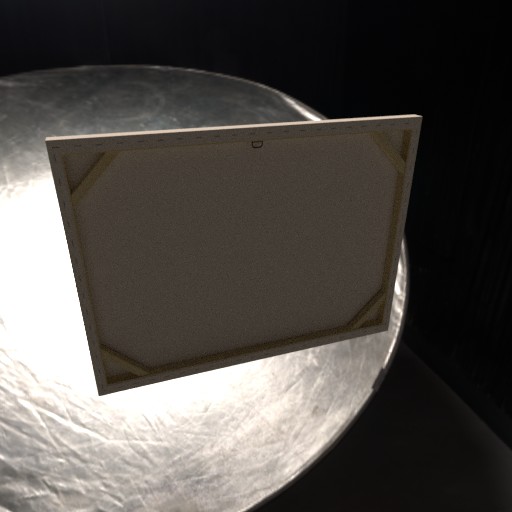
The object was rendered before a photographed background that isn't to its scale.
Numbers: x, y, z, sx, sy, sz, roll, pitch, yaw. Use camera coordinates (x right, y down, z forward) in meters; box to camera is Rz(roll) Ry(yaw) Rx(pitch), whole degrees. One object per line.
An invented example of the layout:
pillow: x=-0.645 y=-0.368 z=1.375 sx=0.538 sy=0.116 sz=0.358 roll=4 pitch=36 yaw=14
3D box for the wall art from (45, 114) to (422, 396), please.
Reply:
wall art: x=0.000 y=0.000 z=1.330 sx=1.016 sy=0.762 sz=0.038 roll=-9 pitch=28 yaw=-17
